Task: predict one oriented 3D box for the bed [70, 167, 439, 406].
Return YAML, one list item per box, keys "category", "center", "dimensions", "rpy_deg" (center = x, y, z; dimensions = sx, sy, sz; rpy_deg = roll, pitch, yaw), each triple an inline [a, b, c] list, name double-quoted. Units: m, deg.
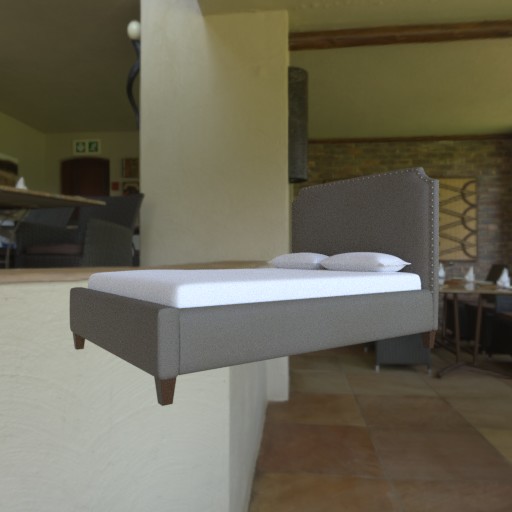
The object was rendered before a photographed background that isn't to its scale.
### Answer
- category: "bed"
  center: [0.000, 0.000, 3.466]
  dimensions: [2.372, 1.443, 1.712]
  rpy_deg: [0, 0, -36]
